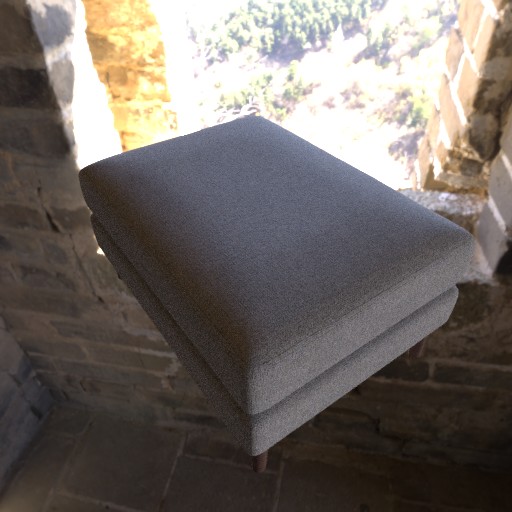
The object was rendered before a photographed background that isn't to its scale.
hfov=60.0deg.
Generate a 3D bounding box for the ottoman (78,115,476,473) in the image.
[{"bbox_3d":[0.000,0.000,1.169,0.611,0.441,0.821,-25,46,-26],"label":"ottoman"}]
